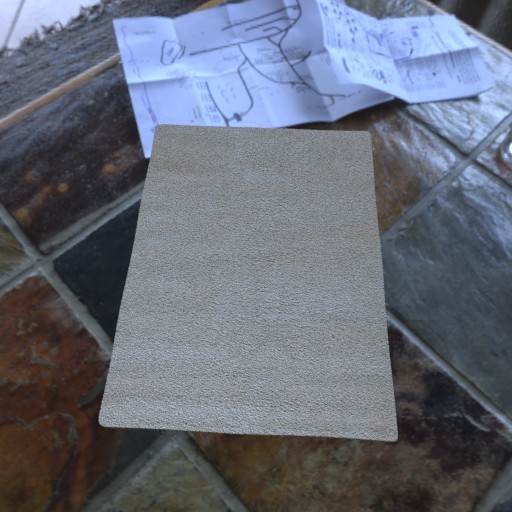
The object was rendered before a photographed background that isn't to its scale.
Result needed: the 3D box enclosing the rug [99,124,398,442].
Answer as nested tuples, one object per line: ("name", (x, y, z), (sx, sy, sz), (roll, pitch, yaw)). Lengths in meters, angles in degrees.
("rug", (0.000, 0.000, 2.126), (1.199, 0.025, 1.600), (2, 63, 1))
